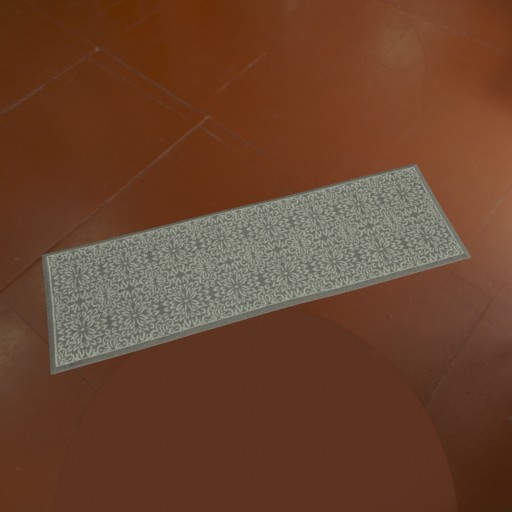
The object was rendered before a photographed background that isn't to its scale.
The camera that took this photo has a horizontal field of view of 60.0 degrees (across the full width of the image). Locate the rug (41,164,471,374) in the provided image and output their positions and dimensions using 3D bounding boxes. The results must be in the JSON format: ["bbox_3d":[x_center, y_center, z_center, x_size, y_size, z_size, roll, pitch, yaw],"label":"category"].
[{"bbox_3d":[0.000,0.000,2.365,2.196,0.011,0.662,-15,63,-8],"label":"rug"}]
